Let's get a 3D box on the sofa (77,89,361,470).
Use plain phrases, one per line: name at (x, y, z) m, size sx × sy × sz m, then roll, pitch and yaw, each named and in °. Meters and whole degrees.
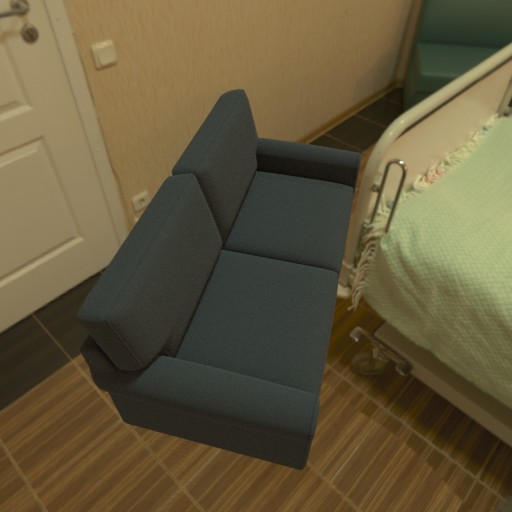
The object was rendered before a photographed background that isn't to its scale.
sofa at (0.000, 0.000, 2.435) m, size 0.940 × 1.020 × 1.930 m, roll 11°, pitch 47°, yaw 10°
